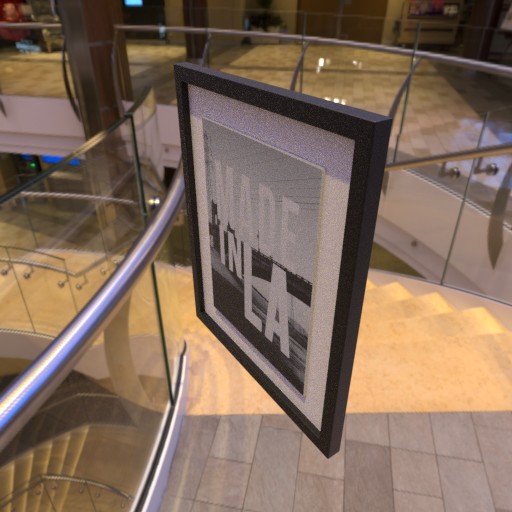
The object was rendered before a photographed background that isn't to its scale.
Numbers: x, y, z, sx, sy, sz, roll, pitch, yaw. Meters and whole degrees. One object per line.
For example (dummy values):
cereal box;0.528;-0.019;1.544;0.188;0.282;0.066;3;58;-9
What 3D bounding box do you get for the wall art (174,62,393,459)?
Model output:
wall art;0.000;0.000;0.758;0.028;0.559;0.457;-20;37;-29
